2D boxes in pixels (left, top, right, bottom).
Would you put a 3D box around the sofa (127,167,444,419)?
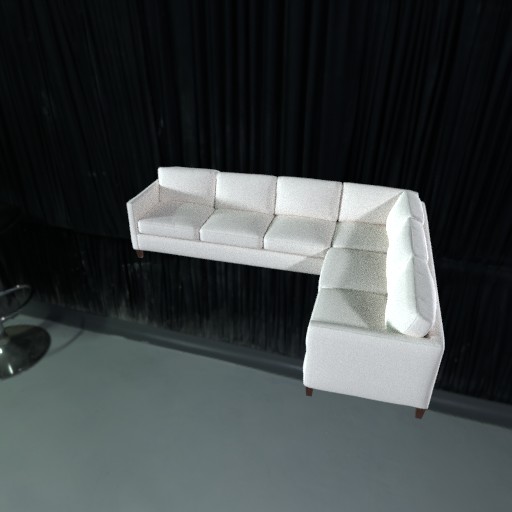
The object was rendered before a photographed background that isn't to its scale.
[{"bbox_3d":[0.000,0.000,4.470,3.302,0.947,2.593,8,31,13],"label":"sofa"}]
